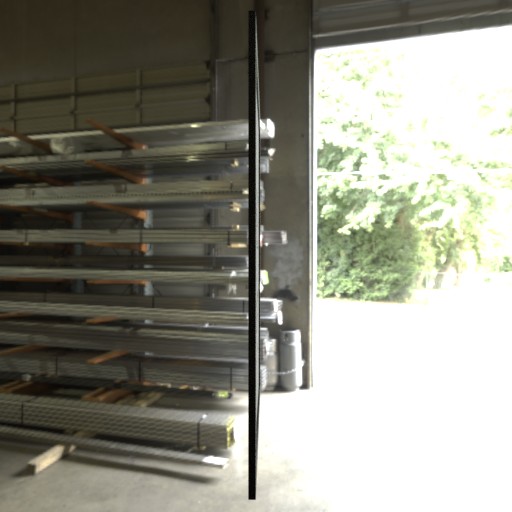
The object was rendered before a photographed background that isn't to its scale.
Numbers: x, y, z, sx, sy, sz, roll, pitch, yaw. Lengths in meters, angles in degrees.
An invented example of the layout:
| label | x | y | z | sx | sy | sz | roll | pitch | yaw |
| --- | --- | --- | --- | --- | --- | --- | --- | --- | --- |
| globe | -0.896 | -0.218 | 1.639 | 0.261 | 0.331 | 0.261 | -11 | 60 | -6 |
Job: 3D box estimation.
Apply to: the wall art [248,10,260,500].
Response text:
| label | x | y | z | sx | sy | sz | roll | pitch | yaw |
| --- | --- | --- | --- | --- | --- | --- | --- | --- | --- |
| wall art | 0.000 | 0.000 | 0.669 | 0.008 | 0.530 | 0.379 | 0 | -1 | 1 |
